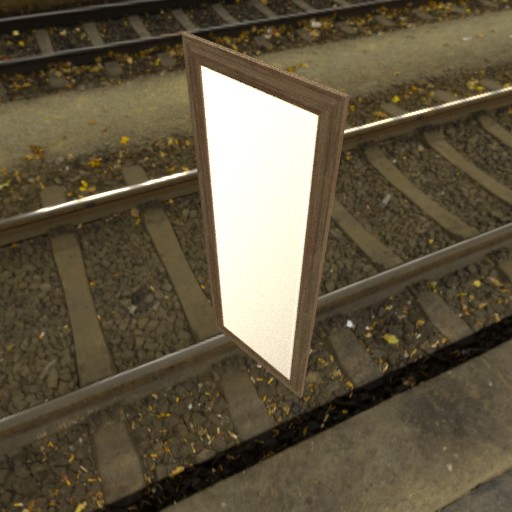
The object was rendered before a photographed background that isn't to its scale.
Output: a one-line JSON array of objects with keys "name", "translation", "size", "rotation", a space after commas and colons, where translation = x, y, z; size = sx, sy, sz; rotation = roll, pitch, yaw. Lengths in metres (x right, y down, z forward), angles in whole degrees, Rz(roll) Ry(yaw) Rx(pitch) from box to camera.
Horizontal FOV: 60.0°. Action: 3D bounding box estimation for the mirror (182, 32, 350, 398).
[{"name": "mirror", "translation": [0.000, 0.000, 2.341], "size": [0.812, 2.032, 0.025], "rotation": [34, 55, 29]}]
